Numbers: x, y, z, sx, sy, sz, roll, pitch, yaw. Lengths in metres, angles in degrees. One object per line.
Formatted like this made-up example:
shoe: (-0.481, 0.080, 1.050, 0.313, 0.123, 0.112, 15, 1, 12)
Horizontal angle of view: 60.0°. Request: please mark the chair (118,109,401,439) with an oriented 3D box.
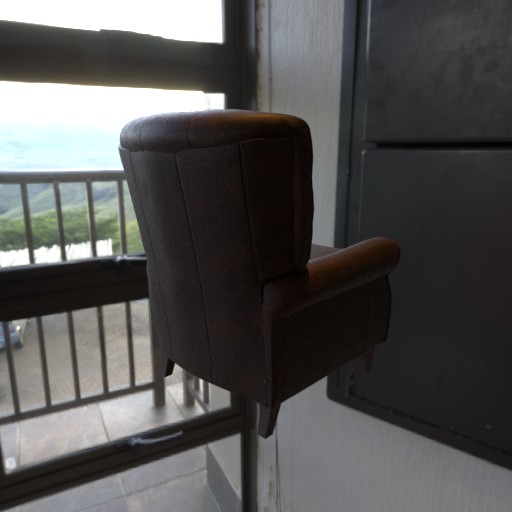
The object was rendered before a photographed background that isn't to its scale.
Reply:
chair: (0.000, 0.000, 1.929, 0.948, 1.158, 1.058, 13, 19, 43)
